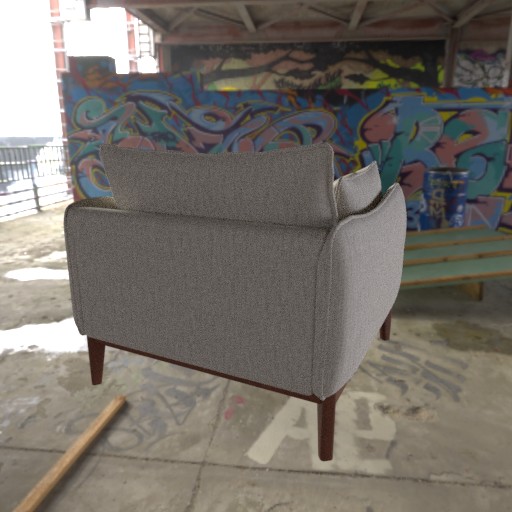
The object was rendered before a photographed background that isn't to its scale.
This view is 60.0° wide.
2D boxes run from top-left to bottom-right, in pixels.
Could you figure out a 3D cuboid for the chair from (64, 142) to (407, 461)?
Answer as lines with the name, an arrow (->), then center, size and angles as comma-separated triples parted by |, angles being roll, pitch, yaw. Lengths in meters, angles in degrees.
chair -> 0.000, 0.000, 1.697 | 0.994, 0.855, 0.991 | 7, 17, 26
